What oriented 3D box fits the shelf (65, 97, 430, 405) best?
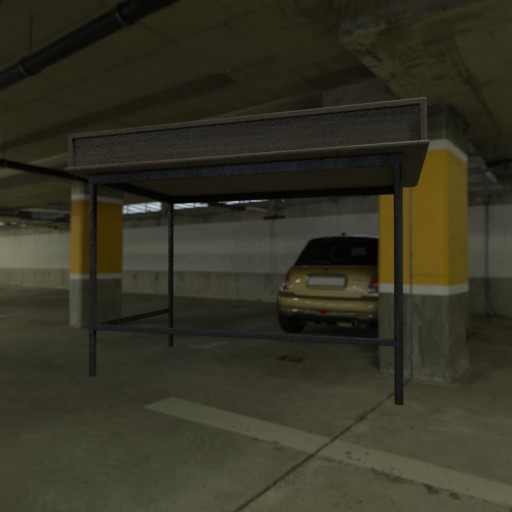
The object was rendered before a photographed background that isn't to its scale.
[{"bbox_3d":[0.000,0.000,1.719,1.212,0.865,0.685,0,-1,17],"label":"shelf"}]
